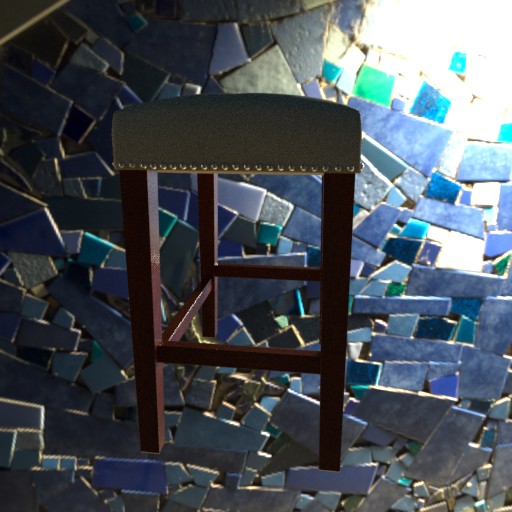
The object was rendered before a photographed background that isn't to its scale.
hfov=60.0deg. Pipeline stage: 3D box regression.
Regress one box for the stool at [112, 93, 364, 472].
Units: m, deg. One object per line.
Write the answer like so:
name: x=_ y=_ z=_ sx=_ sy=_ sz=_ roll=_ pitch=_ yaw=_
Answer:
stool: x=0.000 y=0.000 z=0.945 sx=0.375 sy=0.632 sz=0.509 roll=2 pitch=17 yaw=7
